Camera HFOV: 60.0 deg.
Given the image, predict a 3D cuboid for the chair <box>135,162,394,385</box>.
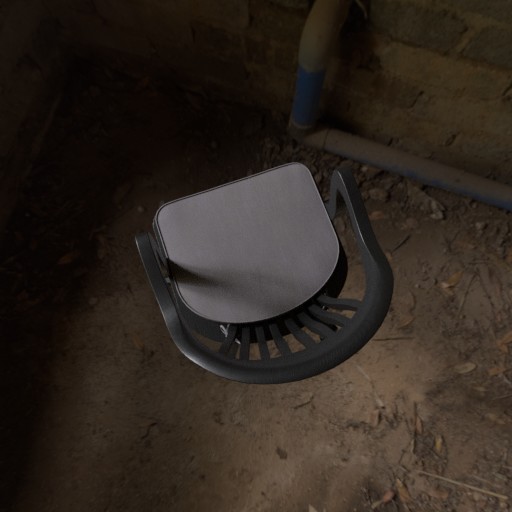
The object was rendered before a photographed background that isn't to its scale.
[{"bbox_3d":[0.000,0.000,1.437,0.750,0.878,0.788,-19,76,-5],"label":"chair"}]
